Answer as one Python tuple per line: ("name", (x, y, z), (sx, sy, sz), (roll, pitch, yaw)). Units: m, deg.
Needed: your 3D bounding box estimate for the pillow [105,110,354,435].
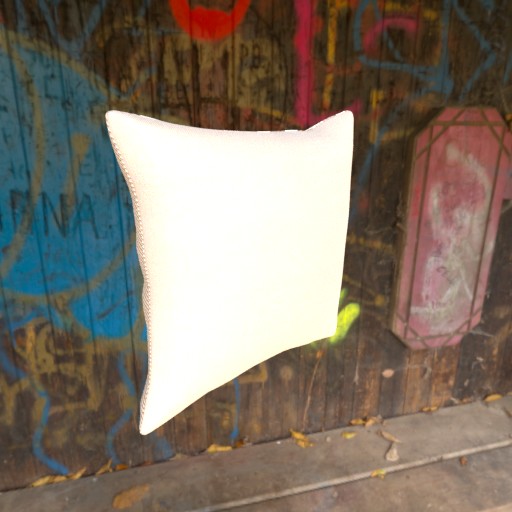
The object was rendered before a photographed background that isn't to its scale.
("pillow", (0.000, 0.000, 0.641), (0.416, 0.401, 0.173), (-16, 24, -41))
